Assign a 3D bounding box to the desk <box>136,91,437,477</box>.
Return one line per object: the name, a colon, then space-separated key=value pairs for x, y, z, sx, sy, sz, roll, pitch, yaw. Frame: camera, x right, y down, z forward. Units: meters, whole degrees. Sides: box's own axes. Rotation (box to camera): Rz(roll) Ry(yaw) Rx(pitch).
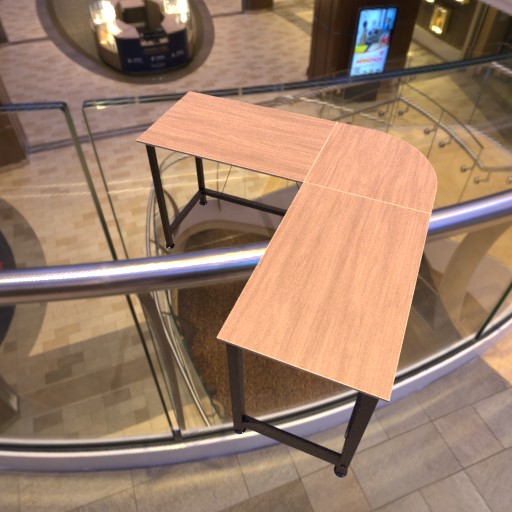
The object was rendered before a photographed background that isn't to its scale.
desk: x=0.000 y=0.000 z=2.151 sx=1.400 sy=0.762 sz=1.400 roll=17 pitch=49 yaw=15
